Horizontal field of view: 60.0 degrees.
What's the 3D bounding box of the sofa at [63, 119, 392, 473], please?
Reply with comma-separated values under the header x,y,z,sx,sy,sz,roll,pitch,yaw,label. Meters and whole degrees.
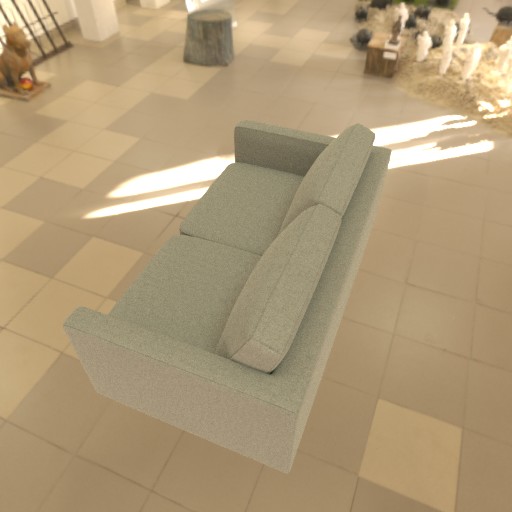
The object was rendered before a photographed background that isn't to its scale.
x,y,z,sx,sy,sz,roll,pitch,yaw,label
0.000,0.000,2.318,1.000,0.900,1.731,16,48,15,sofa
